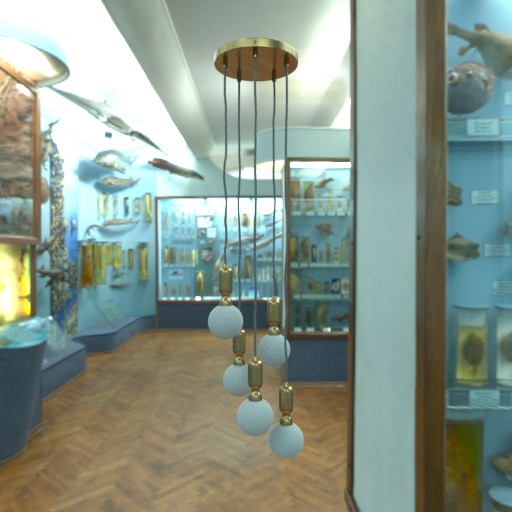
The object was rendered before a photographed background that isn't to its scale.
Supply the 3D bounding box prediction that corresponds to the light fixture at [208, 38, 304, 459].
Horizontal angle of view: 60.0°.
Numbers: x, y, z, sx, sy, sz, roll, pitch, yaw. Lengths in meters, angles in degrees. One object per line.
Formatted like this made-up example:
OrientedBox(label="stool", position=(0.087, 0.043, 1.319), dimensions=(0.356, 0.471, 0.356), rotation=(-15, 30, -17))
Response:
OrientedBox(label="light fixture", position=(0.000, 0.000, 0.509), dimensions=(0.108, 0.457, 0.105), rotation=(0, 1, 1))
